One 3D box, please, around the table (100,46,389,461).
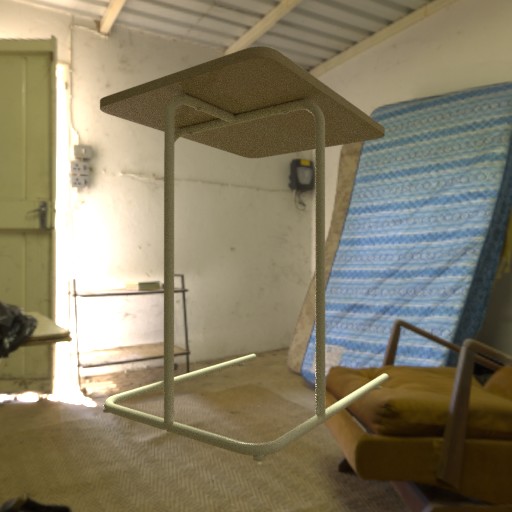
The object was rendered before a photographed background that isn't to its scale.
[{"bbox_3d":[0.000,0.000,0.874,0.370,0.550,0.480,0,-1,35],"label":"table"}]
